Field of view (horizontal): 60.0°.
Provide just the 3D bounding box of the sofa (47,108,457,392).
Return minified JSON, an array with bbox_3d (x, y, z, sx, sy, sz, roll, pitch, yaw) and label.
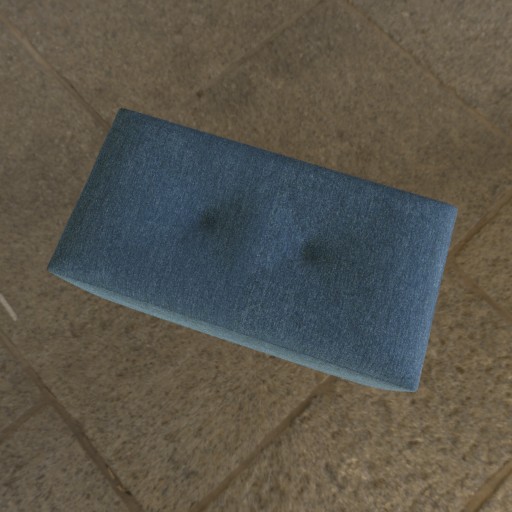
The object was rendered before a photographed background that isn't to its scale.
[{"bbox_3d":[0.000,0.000,1.240,0.930,0.470,0.480,17,76,4],"label":"sofa"}]
